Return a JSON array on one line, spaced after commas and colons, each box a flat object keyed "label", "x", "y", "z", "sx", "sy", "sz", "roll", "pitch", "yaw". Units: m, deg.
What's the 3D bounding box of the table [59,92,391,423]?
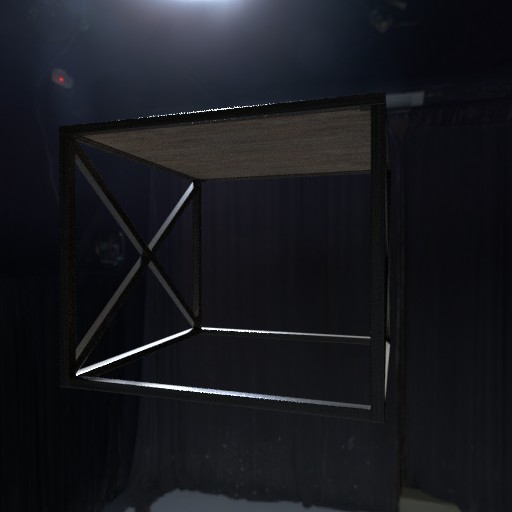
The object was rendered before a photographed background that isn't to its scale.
[{"label": "table", "x": 0.000, "y": 0.000, "z": 1.061, "sx": 0.609, "sy": 0.507, "sz": 0.611, "roll": 0, "pitch": 0, "yaw": 18}]
